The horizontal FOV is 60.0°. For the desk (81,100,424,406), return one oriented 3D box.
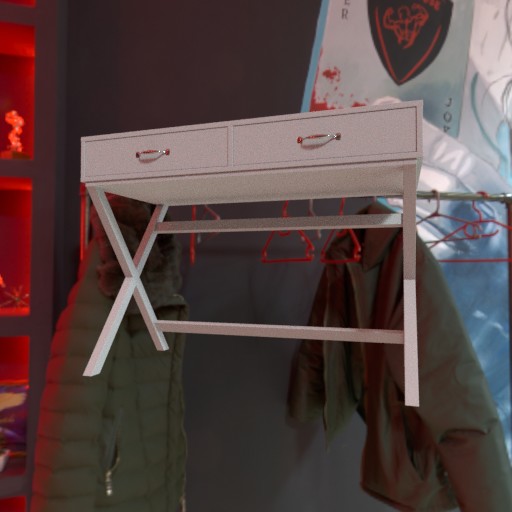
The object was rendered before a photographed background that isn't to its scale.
[{"bbox_3d":[0.000,0.000,1.518,1.057,0.780,0.525,0,-1,18],"label":"desk"}]
